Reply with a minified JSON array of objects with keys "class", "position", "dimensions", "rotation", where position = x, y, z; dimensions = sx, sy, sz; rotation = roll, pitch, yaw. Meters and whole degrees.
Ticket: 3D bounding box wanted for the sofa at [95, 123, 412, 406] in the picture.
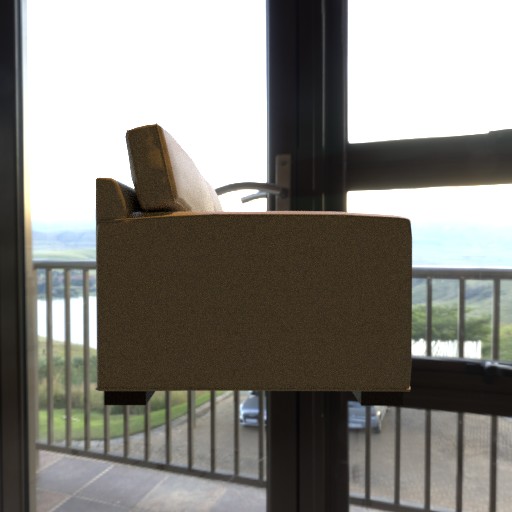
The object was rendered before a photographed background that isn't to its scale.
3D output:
[{"class":"sofa","position":[0.000,0.000,2.028],"dimensions":[0.942,0.853,1.484],"rotation":[0,1,0]}]
